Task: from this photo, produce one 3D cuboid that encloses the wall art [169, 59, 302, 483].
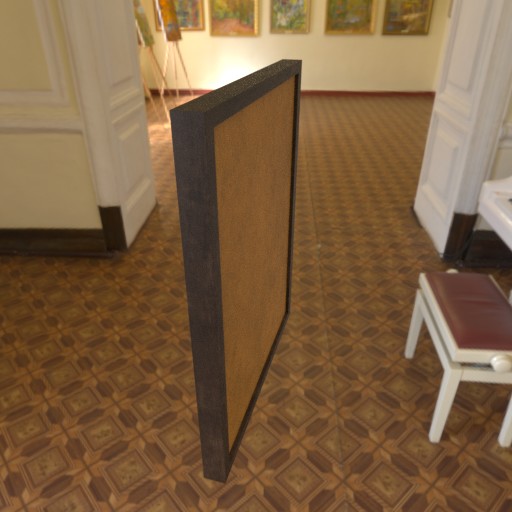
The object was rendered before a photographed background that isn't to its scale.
[{"bbox_3d":[0.000,0.000,0.538,0.027,0.406,0.329,8,31,14],"label":"wall art"}]
